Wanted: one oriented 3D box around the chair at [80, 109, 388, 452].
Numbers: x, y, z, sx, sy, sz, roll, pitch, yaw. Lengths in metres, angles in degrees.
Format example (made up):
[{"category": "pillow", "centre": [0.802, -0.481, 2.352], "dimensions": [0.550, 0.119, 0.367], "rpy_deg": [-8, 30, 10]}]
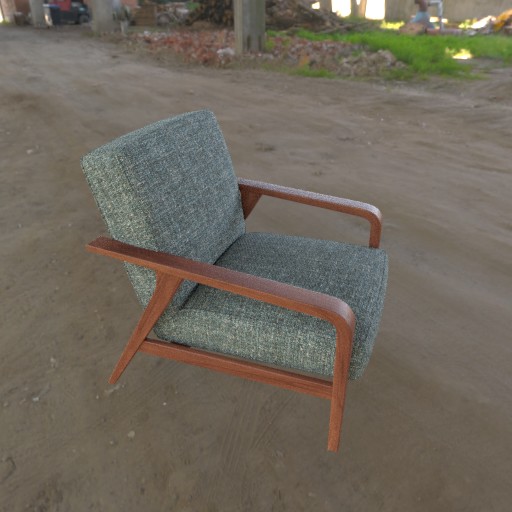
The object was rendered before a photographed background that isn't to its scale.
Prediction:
[{"category": "chair", "centre": [0.000, 0.000, 1.535], "dimensions": [0.889, 0.864, 0.719], "rpy_deg": [10, 31, 17]}]
